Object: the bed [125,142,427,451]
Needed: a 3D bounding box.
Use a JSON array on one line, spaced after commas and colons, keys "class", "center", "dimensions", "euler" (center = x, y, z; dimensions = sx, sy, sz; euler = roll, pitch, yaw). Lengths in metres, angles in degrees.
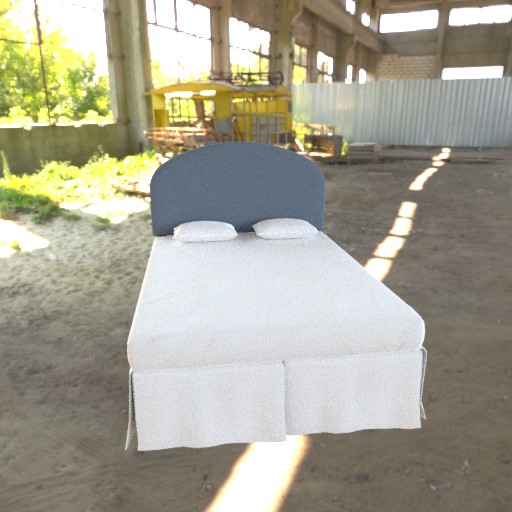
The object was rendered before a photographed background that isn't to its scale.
[{"class": "bed", "center": [0.000, 0.000, 3.015], "dimensions": [1.607, 1.410, 2.005], "euler": [-3, 18, -8]}]
